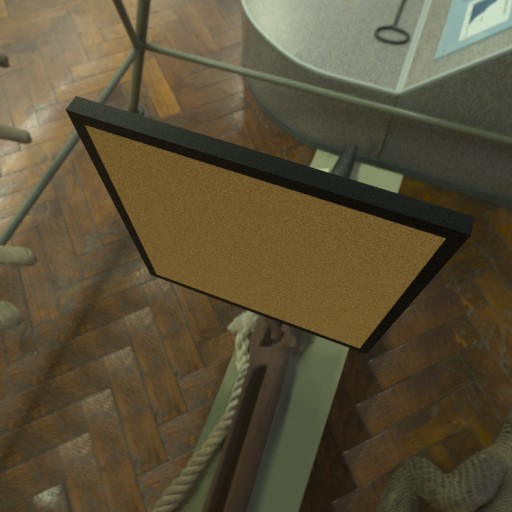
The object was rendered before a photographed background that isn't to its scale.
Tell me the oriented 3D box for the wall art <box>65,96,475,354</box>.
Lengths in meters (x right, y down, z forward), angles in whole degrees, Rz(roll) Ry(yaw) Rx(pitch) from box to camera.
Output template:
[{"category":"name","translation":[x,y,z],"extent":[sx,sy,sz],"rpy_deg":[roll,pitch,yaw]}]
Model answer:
[{"category":"wall art","translation":[0.000,0.000,1.128],"extent":[0.762,0.762,0.038],"rpy_deg":[19,65,9]}]
